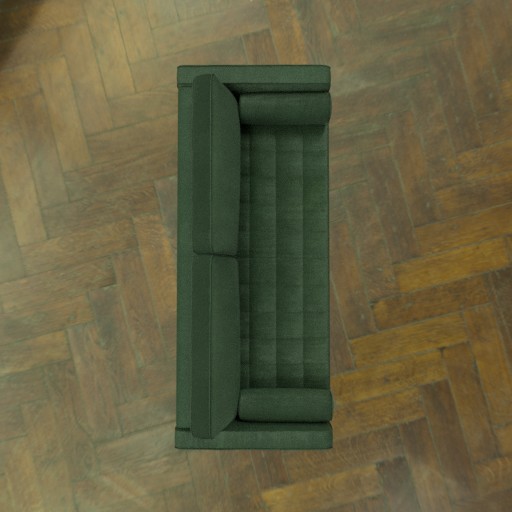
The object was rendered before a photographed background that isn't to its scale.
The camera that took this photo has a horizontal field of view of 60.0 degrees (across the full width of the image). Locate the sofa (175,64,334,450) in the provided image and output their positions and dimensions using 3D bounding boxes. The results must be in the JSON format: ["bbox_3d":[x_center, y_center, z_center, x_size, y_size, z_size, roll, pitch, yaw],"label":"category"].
[{"bbox_3d":[0.000,0.000,2.699,0.918,0.769,2.199,0,88,0],"label":"sofa"}]
